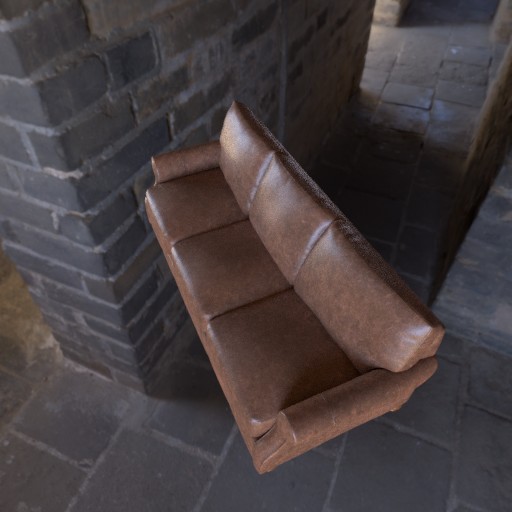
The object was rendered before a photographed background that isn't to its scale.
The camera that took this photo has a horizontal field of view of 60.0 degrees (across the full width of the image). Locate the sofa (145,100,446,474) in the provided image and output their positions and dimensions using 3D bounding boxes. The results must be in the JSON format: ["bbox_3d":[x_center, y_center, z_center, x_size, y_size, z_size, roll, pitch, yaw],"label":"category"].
[{"bbox_3d":[0.000,0.000,2.798,0.973,0.977,2.351,-18,49,-17],"label":"sofa"}]
